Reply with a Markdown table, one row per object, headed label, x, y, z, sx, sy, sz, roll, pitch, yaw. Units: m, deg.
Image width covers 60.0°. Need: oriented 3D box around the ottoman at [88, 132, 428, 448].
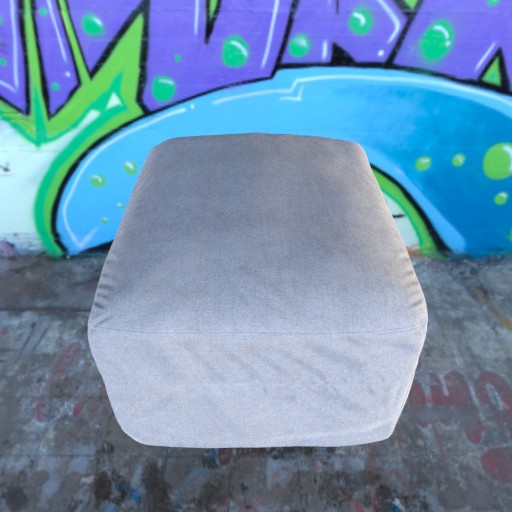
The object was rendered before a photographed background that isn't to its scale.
| label | x | y | z | sx | sy | sz | roll | pitch | yaw |
| --- | --- | --- | --- | --- | --- | --- | --- | --- | --- |
| ottoman | 0.000 | 0.000 | 1.208 | 0.683 | 0.481 | 0.837 | 0 | 39 | 0 |
